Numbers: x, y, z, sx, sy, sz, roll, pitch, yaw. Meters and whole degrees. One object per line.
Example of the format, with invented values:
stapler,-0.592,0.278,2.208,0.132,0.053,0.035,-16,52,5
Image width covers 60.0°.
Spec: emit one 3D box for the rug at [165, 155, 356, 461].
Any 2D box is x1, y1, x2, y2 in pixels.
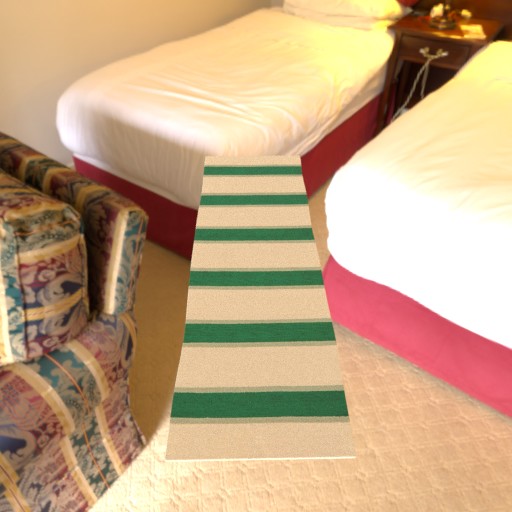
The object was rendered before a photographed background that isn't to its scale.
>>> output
rug,0.000,0.000,2.670,0.768,0.012,2.438,-1,41,-1
